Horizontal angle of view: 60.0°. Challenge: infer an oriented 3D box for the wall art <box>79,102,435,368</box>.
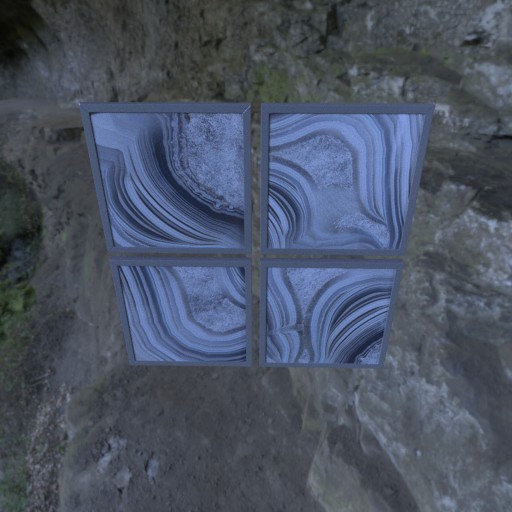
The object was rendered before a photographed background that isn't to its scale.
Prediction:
[{"bbox_3d":[0.000,0.000,1.687,1.118,1.118,0.029,1,30,1],"label":"wall art"}]
